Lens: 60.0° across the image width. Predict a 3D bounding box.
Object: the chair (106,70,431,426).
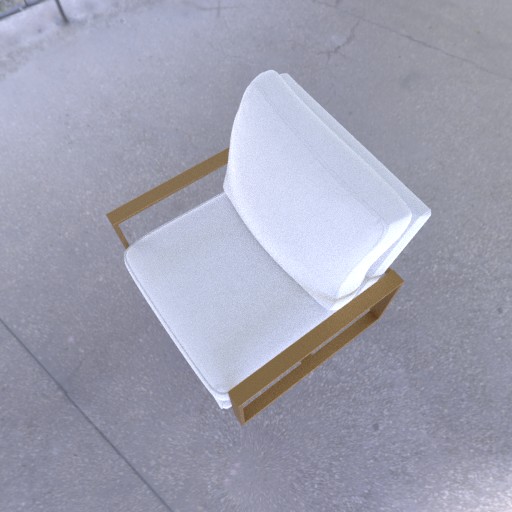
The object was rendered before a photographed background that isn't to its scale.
[{"bbox_3d":[0.000,0.000,1.607,0.813,0.966,0.805,-34,69,-15],"label":"chair"}]
